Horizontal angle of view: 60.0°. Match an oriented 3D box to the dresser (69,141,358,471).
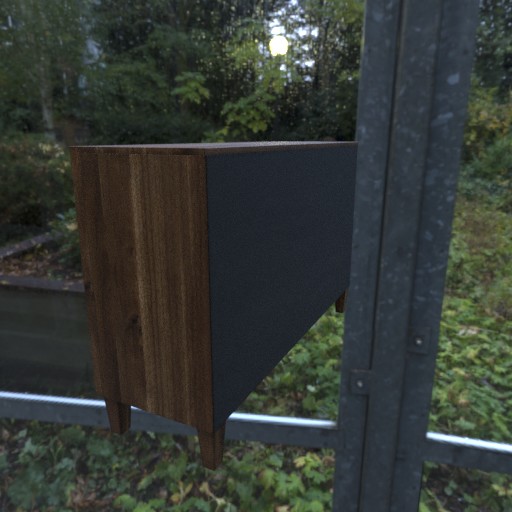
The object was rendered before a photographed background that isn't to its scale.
[{"bbox_3d":[0.000,0.000,1.810,0.438,0.892,1.387,7,17,26],"label":"dresser"}]
